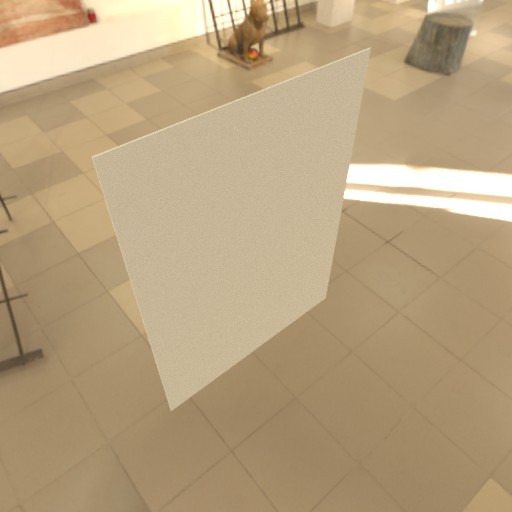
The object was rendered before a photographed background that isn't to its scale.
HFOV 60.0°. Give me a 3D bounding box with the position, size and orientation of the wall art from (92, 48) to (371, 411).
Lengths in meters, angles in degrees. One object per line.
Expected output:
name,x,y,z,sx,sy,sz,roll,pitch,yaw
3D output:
wall art,0.000,0.000,0.794,0.457,0.609,0.003,-31,54,-27
